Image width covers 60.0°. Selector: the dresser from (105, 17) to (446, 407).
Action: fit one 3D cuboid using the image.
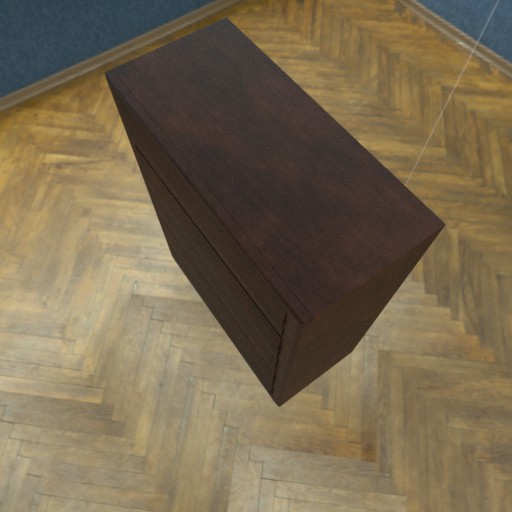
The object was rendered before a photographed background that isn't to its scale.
[{"bbox_3d":[0.000,0.000,2.011,0.506,1.514,1.072,-32,67,-15],"label":"dresser"}]
